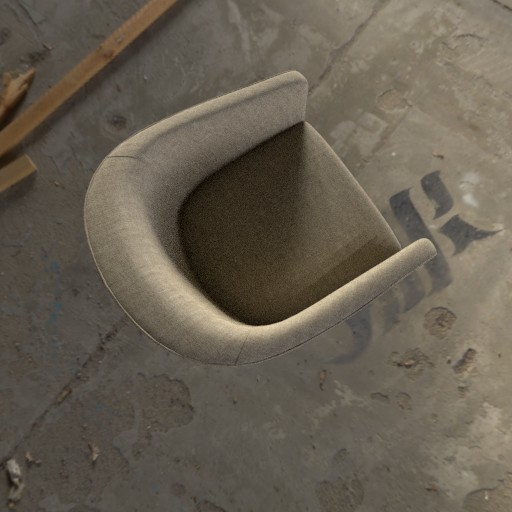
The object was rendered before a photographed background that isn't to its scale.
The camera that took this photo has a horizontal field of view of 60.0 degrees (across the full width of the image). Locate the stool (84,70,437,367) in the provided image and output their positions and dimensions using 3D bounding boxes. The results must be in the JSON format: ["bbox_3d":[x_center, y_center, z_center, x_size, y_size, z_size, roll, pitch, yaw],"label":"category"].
[{"bbox_3d":[0.000,0.000,1.273,0.635,0.952,0.559,-32,78,-7],"label":"stool"}]
